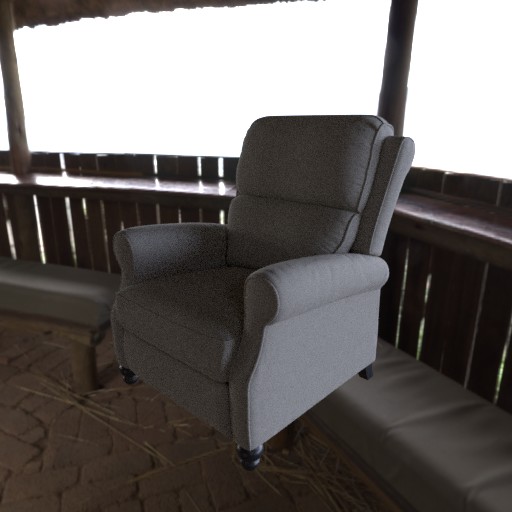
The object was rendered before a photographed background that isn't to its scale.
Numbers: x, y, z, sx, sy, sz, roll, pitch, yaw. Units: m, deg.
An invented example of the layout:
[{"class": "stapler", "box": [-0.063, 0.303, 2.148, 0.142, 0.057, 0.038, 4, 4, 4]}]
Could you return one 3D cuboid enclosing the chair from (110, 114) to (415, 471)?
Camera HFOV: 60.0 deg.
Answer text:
[{"class": "chair", "box": [0.000, 0.000, 1.711, 0.859, 1.046, 0.919, 15, 23, 41]}]
